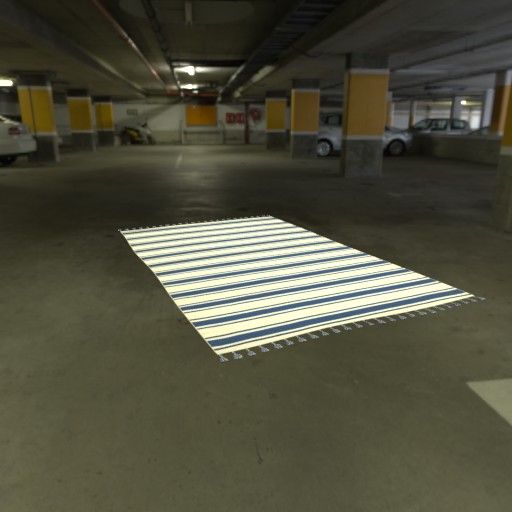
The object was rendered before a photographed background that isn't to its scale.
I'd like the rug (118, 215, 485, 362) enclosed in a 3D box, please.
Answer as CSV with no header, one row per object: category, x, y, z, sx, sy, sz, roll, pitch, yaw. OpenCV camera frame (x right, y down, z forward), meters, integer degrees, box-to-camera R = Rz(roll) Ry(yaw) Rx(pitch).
rug,0.000,0.000,2.591,1.248,0.009,2.108,-8,18,-24
